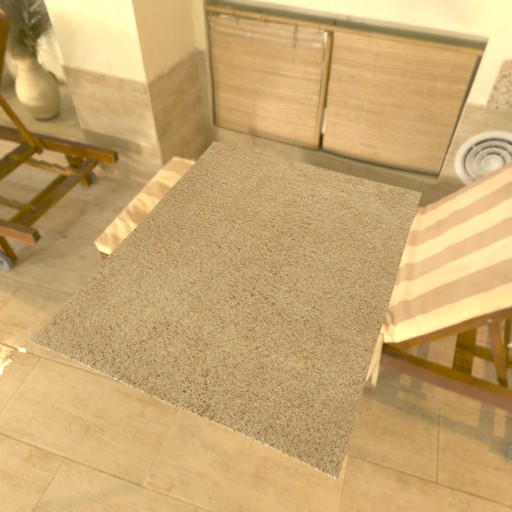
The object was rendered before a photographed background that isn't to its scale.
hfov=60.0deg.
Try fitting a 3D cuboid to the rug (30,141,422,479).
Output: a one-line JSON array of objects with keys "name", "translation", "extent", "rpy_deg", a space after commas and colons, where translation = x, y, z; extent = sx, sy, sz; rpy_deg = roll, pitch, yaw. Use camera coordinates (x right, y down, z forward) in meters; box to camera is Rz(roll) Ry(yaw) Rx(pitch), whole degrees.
[{"name": "rug", "translation": [0.000, 0.000, 3.947], "extent": [2.400, 0.025, 3.000], "rpy_deg": [18, 49, 16]}]
